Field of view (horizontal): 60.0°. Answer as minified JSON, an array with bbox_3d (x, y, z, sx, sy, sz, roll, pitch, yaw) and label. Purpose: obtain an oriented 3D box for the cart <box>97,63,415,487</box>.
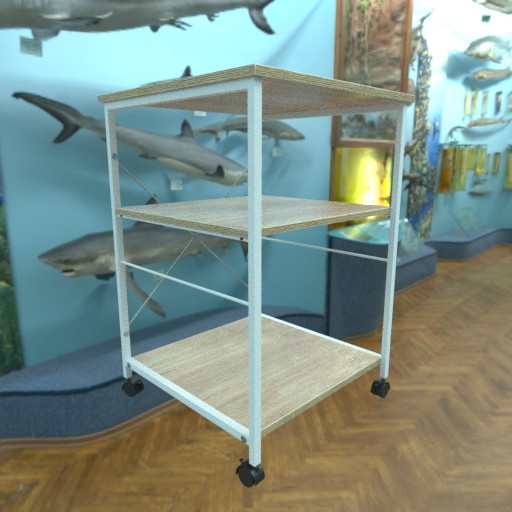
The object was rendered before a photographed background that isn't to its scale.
[{"bbox_3d":[0.000,0.000,1.110,0.521,0.762,0.520,-12,18,-43],"label":"cart"}]
